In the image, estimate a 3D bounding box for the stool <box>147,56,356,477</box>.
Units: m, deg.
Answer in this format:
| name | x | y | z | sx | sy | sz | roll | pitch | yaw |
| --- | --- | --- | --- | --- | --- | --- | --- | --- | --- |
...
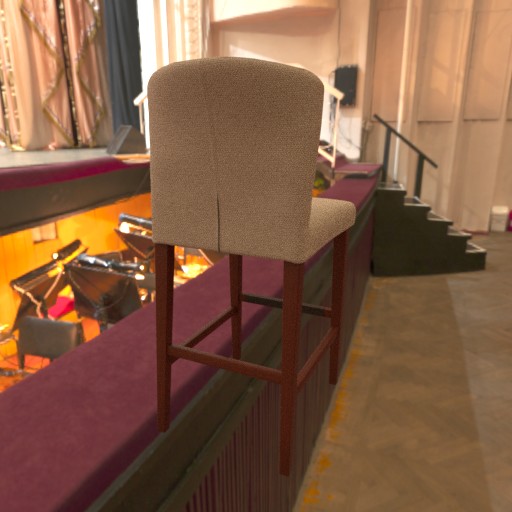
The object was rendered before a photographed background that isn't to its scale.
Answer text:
| name | x | y | z | sx | sy | sz | roll | pitch | yaw |
| --- | --- | --- | --- | --- | --- | --- | --- | --- | --- |
| stool | 0.000 | 0.000 | 1.369 | 0.481 | 1.069 | 0.568 | 8 | 19 | 24 |
